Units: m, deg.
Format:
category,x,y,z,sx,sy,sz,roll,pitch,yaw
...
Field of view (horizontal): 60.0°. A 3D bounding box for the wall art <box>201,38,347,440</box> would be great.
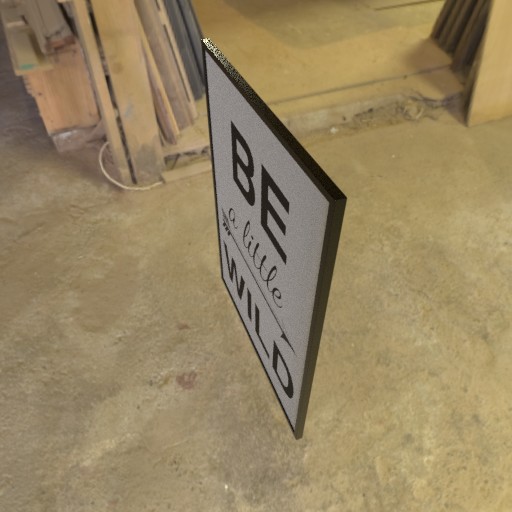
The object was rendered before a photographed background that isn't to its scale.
category,x,y,z,sx,sy,sz,roll,pitch,yaw
wall art,0.000,0.000,0.780,0.013,0.582,0.442,-16,48,-15
